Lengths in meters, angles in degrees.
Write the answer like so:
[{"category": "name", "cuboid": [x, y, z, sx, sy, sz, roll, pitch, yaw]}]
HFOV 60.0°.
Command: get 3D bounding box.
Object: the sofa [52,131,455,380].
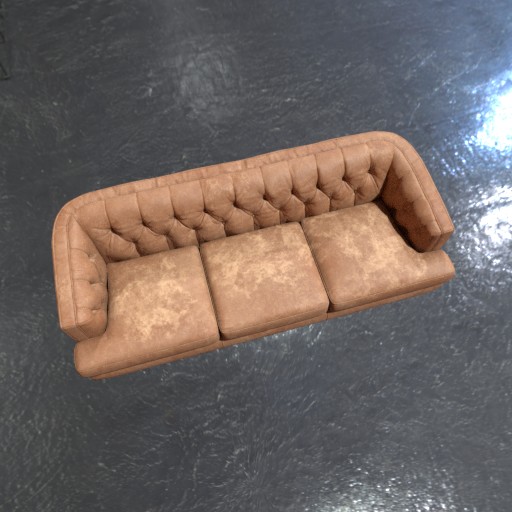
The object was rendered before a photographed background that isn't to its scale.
[{"category": "sofa", "cuboid": [0.000, 0.000, 2.735, 2.257, 0.791, 0.922, -14, 63, -7]}]
